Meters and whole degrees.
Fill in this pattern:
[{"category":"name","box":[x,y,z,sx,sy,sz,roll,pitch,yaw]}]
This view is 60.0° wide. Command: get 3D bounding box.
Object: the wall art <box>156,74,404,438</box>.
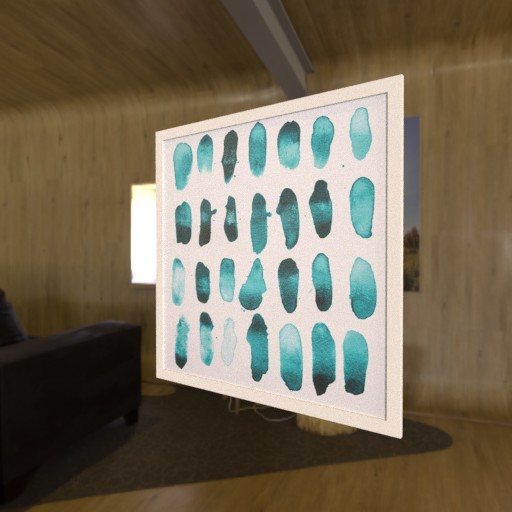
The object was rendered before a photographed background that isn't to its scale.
[{"category":"wall art","box":[0.000,0.000,0.848,0.558,0.559,0.009,1,1,36]}]
